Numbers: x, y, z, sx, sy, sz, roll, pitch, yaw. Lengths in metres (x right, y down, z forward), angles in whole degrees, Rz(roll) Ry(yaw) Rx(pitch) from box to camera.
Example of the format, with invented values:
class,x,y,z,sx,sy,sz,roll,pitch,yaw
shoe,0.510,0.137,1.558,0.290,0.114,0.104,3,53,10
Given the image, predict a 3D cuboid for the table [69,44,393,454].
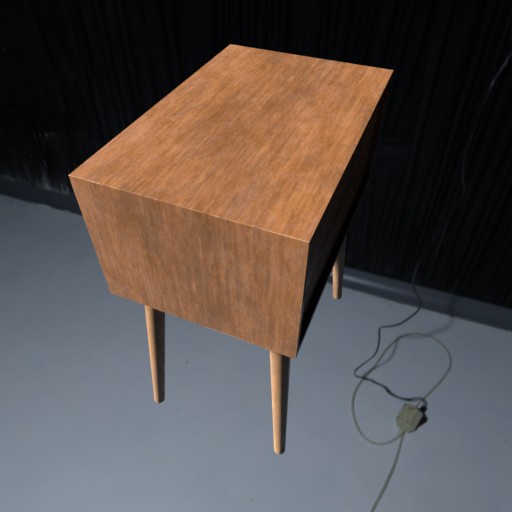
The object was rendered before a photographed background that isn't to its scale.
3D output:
class,x,y,z,sx,sy,sz,roll,pitch,yaw
table,0.000,0.000,0.841,0.307,0.580,0.454,17,47,16
